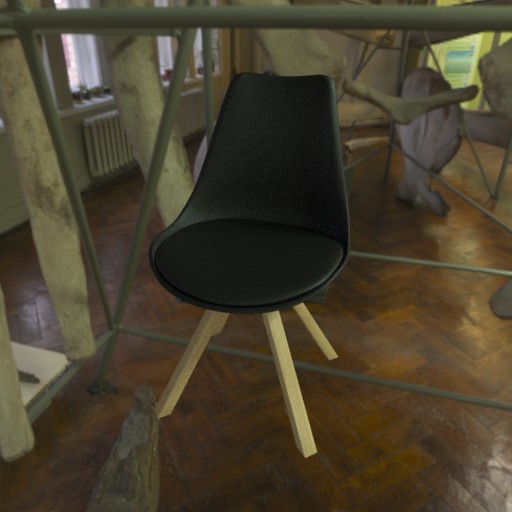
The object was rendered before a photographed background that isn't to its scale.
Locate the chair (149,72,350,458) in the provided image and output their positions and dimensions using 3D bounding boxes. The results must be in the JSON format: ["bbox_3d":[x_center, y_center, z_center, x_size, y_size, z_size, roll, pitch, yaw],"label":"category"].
[{"bbox_3d":[0.000,0.000,1.172,0.485,0.850,0.549,8,29,15],"label":"chair"}]
